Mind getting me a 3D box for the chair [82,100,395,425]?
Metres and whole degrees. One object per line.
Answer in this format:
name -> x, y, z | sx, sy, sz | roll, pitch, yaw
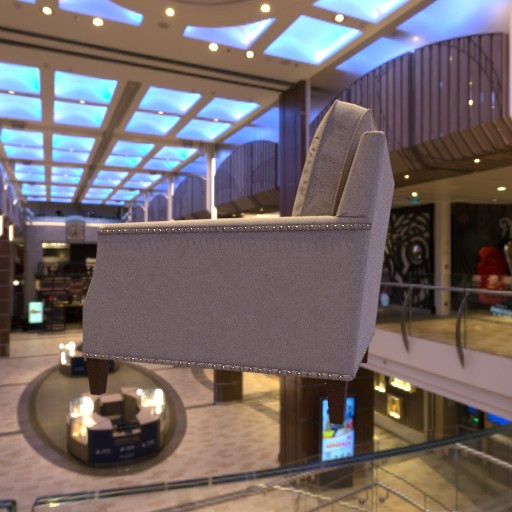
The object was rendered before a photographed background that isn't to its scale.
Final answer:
chair -> 0.000, 0.000, 1.736 | 1.014, 0.943, 0.853 | 0, 0, 19
